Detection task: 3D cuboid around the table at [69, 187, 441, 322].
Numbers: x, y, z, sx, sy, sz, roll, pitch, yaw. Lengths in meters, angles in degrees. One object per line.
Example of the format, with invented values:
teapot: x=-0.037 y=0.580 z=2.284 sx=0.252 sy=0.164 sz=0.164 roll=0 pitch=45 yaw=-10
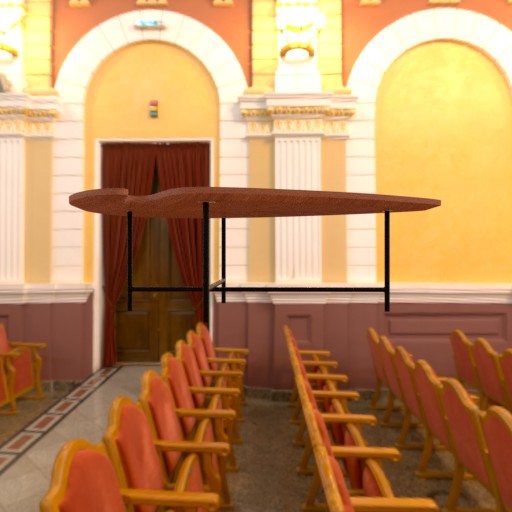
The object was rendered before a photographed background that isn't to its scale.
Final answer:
table: x=0.000 y=0.000 z=1.450 sx=1.199 sy=0.360 sz=0.598 roll=0 pitch=0 yaw=1
